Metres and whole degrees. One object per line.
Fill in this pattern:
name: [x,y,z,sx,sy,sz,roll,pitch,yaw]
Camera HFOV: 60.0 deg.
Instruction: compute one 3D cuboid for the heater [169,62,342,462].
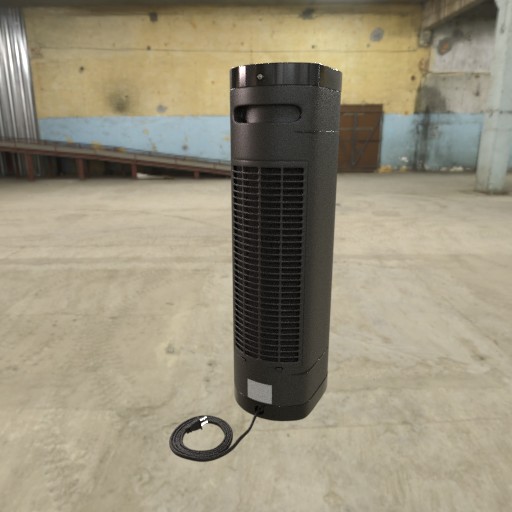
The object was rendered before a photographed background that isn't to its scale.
heater: [0.000,0.000,0.690,0.174,0.552,0.312,8,17,27]
